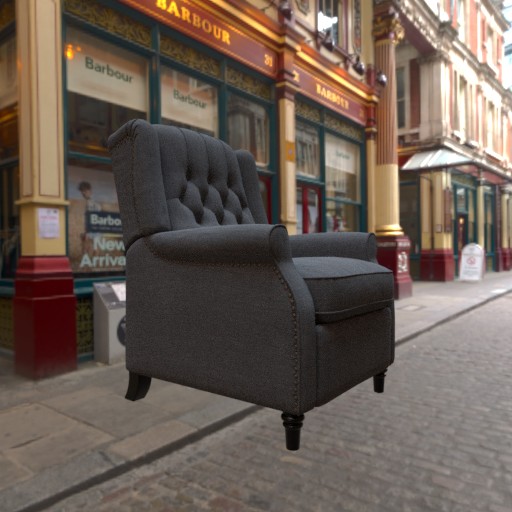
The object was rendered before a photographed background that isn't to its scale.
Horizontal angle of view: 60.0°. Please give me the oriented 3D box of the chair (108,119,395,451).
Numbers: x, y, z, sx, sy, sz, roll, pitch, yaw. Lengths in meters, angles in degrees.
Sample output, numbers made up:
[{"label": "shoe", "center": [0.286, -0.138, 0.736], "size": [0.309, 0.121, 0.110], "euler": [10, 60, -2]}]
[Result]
[{"label": "chair", "center": [0.000, 0.000, 1.646], "size": [0.898, 1.035, 0.742], "euler": [0, 1, 37]}]
